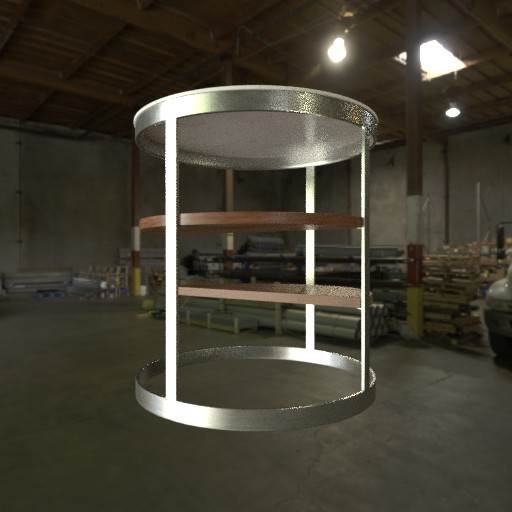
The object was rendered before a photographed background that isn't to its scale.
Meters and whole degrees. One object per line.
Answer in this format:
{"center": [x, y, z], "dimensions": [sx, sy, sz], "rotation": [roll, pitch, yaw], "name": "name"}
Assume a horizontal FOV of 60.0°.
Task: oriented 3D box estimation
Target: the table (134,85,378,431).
{"center": [0.000, 0.000, 0.767], "dimensions": [0.407, 0.447, 0.407], "rotation": [0, 0, 0], "name": "table"}
